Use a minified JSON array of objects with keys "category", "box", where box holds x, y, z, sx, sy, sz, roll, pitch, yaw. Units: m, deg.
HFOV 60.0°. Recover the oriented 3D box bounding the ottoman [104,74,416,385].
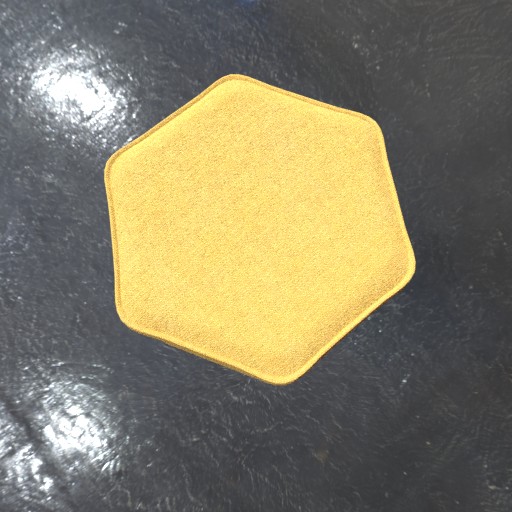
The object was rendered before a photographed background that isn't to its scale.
[{"category":"ottoman","box":[0.000,0.000,0.886,0.494,0.502,0.443,-39,79,-9]}]
